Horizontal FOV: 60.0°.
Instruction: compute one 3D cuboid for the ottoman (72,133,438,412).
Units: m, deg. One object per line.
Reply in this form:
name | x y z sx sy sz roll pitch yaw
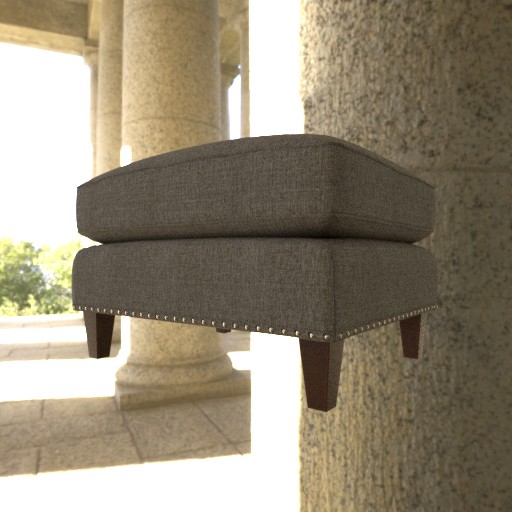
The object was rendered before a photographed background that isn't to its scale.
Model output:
ottoman | 0.000 0.000 1.125 0.741 0.513 0.584 0 -1 37
